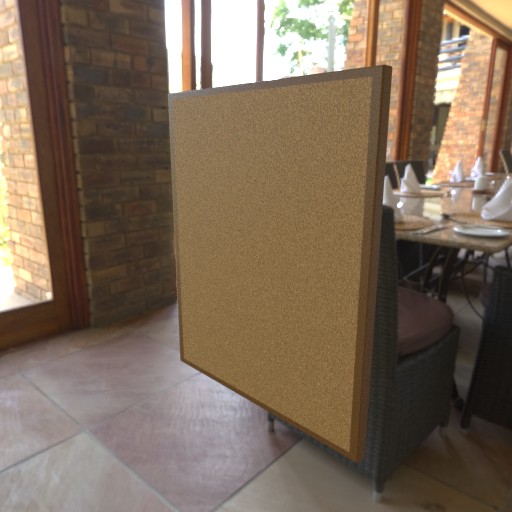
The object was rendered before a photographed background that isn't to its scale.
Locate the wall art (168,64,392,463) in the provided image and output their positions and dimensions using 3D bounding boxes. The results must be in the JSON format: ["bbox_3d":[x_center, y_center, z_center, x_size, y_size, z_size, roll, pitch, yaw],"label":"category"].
[{"bbox_3d":[0.000,0.000,0.749,0.021,0.550,0.449,-14,20,-43],"label":"wall art"}]
